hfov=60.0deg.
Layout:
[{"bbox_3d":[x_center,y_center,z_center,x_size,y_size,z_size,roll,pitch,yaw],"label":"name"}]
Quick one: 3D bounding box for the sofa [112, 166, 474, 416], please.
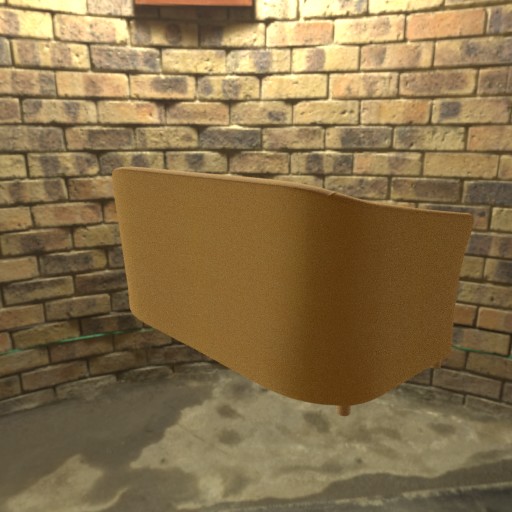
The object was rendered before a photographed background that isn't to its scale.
[{"bbox_3d":[0.000,0.000,1.841,0.705,0.721,1.452,-15,21,-43],"label":"sofa"}]
